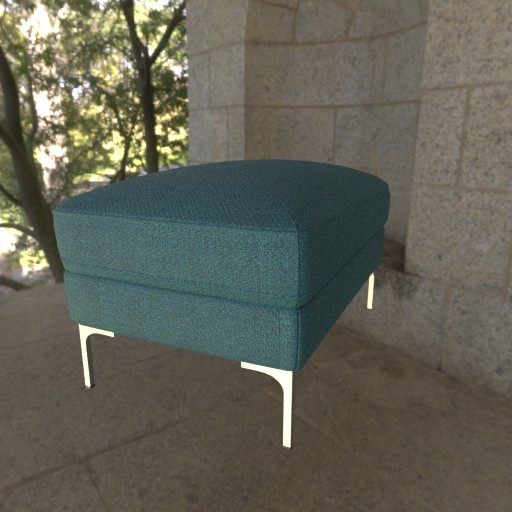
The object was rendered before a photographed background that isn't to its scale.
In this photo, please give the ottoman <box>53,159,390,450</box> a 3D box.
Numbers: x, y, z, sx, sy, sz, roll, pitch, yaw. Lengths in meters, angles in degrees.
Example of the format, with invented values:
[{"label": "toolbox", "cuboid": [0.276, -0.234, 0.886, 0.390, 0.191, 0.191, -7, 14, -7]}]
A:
[{"label": "ottoman", "cuboid": [0.000, 0.000, 1.187, 0.563, 0.498, 0.856, 7, 16, 24]}]
